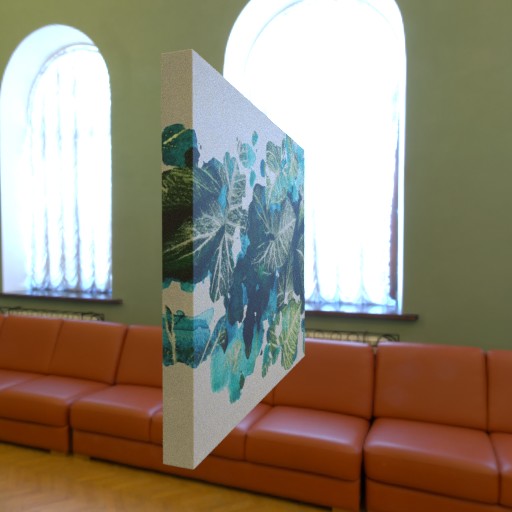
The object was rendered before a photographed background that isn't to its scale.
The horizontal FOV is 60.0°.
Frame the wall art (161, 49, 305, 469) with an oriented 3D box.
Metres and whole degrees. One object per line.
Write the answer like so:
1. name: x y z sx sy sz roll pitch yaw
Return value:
1. wall art: 0.000 0.000 0.703 0.041 0.435 0.507 0 1 19
